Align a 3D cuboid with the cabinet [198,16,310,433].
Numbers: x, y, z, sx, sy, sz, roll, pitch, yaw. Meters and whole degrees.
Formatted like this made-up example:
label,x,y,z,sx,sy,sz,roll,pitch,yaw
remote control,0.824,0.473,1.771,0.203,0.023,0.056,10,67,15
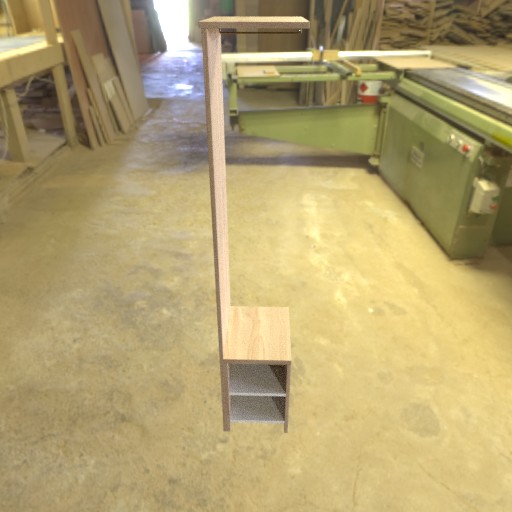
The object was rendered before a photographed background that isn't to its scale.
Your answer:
label,x,y,z,sx,sy,sz,roll,pitch,yaw
cabinet,0.000,0.000,1.990,0.338,1.879,0.411,1,30,2
